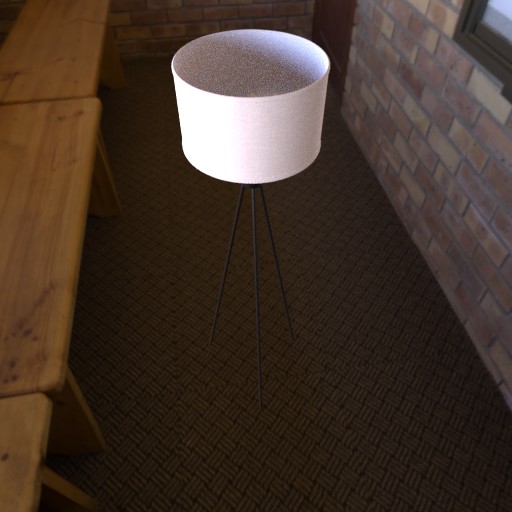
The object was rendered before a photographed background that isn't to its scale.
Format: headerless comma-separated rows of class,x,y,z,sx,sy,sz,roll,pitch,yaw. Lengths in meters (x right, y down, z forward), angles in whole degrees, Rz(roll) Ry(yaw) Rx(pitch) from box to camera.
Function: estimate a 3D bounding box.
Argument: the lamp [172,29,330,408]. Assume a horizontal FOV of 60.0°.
lamp,0.000,0.000,1.729,0.458,1.545,0.448,-33,55,-27
